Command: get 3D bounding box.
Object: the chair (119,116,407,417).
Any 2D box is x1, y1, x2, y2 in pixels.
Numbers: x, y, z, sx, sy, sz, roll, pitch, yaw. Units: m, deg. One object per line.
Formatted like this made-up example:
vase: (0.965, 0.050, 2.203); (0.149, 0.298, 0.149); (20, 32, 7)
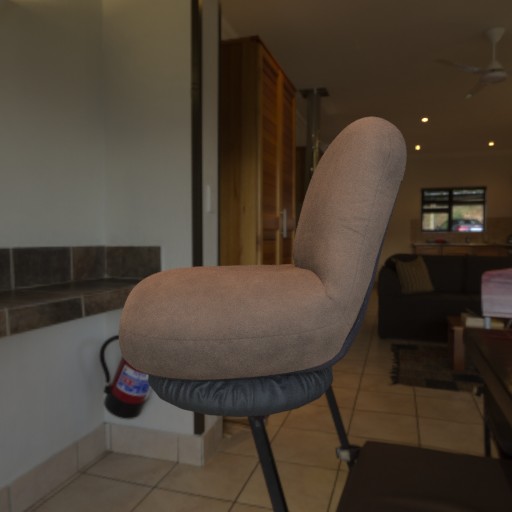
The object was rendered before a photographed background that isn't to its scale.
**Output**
chair: (0.000, 0.000, 1.025); (0.597, 0.594, 0.521); (0, 2, -1)
